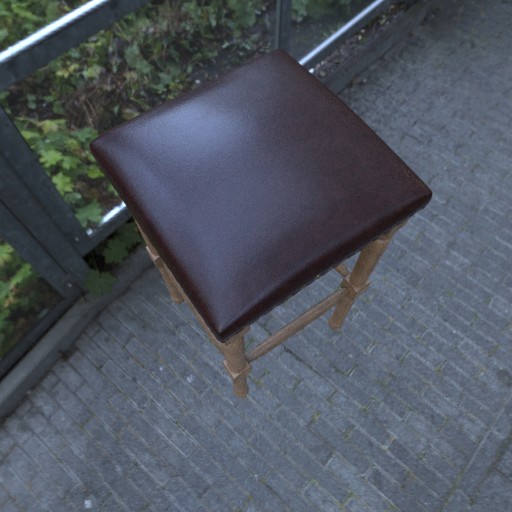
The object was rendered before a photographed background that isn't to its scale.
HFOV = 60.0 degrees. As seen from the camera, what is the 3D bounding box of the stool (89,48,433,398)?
[{"bbox_3d":[0.000,0.000,0.938,0.382,0.702,0.383,-32,68,-15],"label":"stool"}]
